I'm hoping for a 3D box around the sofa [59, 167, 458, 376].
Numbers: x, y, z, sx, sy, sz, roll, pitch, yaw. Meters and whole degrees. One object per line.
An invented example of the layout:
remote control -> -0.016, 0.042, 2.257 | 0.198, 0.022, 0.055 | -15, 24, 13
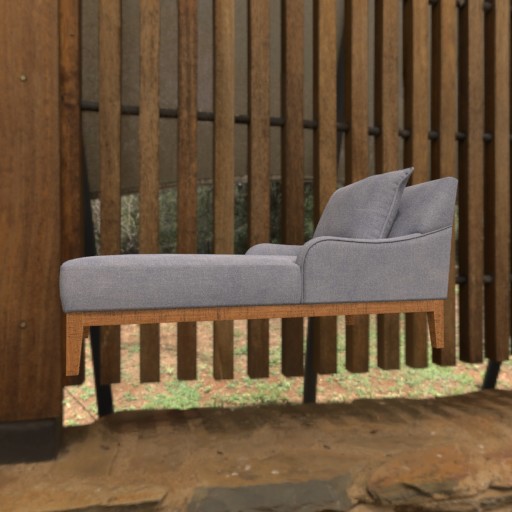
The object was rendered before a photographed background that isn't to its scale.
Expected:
sofa -> 0.000, 0.000, 2.278 | 1.779, 0.883, 0.904 | 0, -1, -18
